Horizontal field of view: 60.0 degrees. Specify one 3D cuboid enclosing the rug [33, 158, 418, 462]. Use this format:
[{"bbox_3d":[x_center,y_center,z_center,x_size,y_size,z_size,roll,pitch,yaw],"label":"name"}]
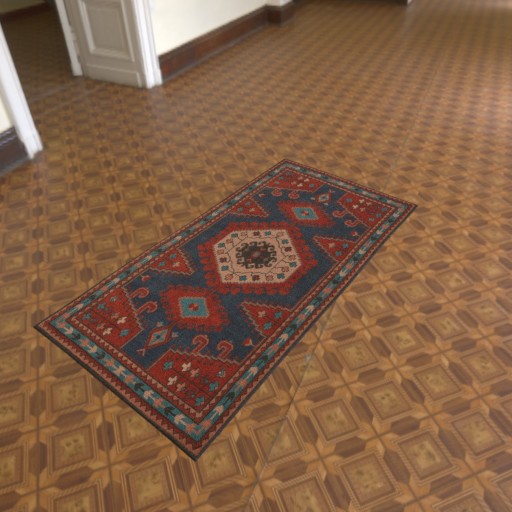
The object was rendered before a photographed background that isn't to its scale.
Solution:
[{"bbox_3d":[0.000,0.000,3.590,1.522,0.034,3.032,26,47,28],"label":"rug"}]
